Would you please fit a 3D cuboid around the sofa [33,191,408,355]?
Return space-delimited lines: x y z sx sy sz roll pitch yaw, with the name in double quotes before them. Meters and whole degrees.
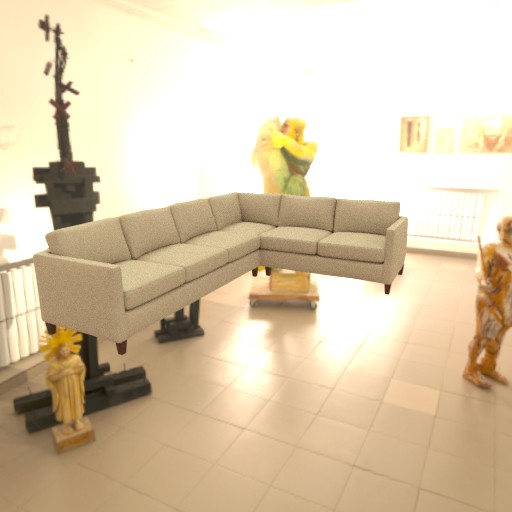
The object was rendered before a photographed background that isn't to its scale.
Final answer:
"sofa" 0.000 0.000 4.566 2.522 0.934 3.333 8 17 26
